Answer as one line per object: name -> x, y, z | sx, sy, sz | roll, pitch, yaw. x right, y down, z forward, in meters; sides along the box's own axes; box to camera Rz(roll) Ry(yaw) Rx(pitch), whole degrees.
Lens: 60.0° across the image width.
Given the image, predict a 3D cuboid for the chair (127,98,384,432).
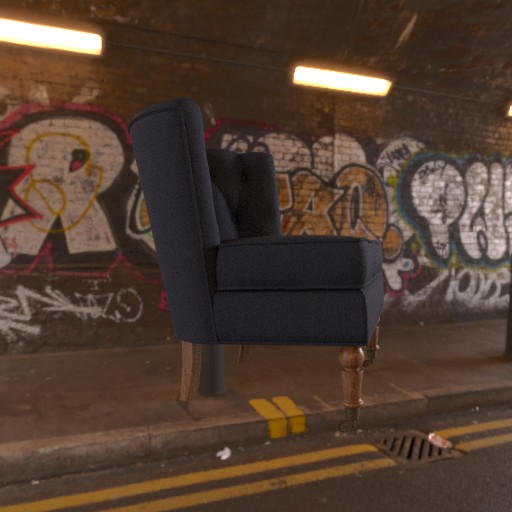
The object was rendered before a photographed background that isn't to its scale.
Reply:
chair -> 0.000, 0.000, 1.347 | 0.718, 0.771, 0.740 | 0, 1, 19
